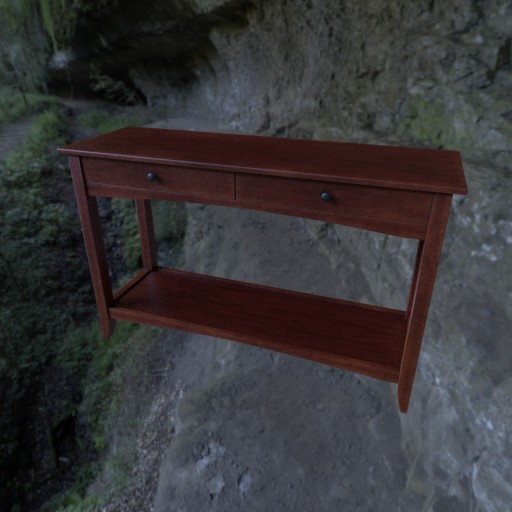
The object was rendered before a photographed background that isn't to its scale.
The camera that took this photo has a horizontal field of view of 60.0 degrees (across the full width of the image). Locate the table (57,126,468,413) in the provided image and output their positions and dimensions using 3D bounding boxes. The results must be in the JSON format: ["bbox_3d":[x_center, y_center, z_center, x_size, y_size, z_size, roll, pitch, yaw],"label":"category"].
[{"bbox_3d":[0.000,0.000,1.540,1.188,0.739,0.392,9,28,17],"label":"table"}]
